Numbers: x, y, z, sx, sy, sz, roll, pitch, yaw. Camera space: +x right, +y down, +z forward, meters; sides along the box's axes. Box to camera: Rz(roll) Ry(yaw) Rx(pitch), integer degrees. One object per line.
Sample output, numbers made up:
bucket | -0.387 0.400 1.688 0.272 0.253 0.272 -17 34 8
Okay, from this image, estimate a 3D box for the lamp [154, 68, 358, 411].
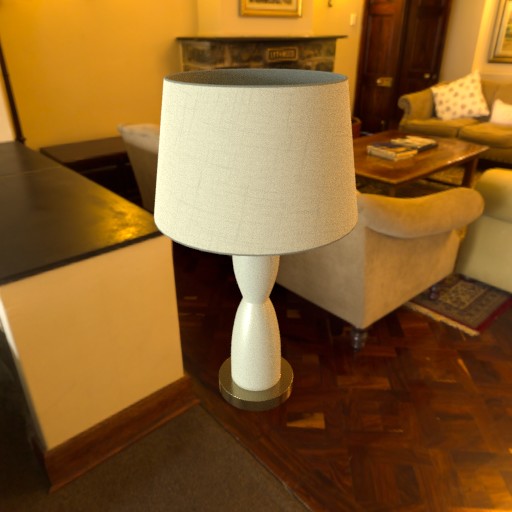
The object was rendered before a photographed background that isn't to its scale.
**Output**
lamp | 0.000 0.000 0.721 0.309 0.545 0.309 0 27 0
